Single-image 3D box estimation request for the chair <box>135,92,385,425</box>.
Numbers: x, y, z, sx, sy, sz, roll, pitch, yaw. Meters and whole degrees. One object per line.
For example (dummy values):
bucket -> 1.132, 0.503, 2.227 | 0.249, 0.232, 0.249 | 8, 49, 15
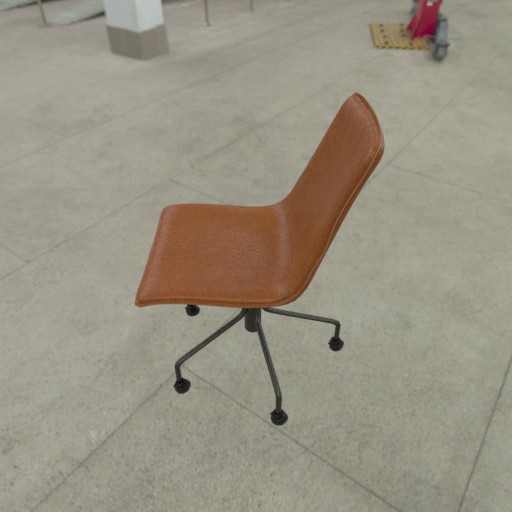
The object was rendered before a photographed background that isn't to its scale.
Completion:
chair -> 0.000, 0.000, 1.384 | 0.660, 0.920, 0.651 | 0, 40, 0
